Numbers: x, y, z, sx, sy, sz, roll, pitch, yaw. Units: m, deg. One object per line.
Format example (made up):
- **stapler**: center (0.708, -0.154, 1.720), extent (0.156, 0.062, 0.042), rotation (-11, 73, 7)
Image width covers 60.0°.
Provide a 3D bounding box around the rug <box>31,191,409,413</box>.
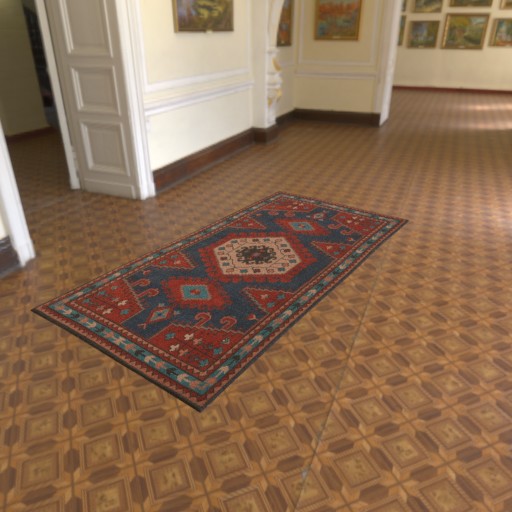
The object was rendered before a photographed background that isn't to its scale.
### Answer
- **rug**: center (0.000, 0.000, 3.648), extent (1.522, 0.034, 3.032), rotation (18, 32, 31)
